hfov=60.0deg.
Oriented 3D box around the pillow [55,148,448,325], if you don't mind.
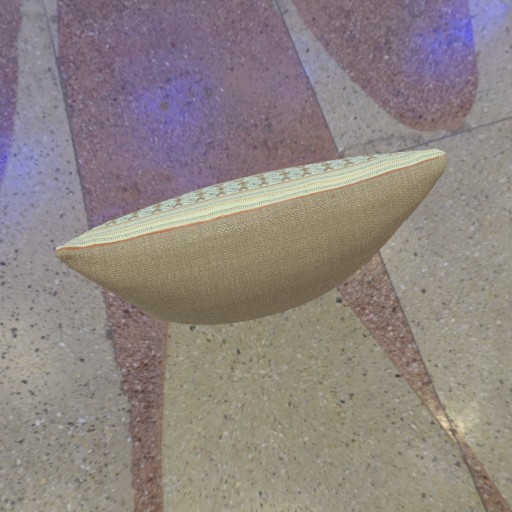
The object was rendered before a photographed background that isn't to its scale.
[{"bbox_3d":[0.000,0.000,0.797,0.521,0.519,0.215,-15,75,-4],"label":"pillow"}]
